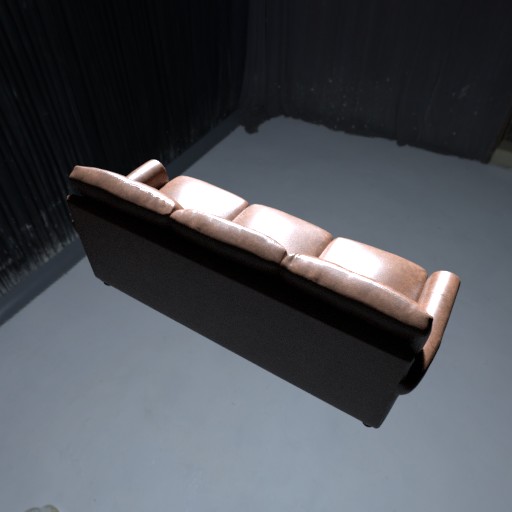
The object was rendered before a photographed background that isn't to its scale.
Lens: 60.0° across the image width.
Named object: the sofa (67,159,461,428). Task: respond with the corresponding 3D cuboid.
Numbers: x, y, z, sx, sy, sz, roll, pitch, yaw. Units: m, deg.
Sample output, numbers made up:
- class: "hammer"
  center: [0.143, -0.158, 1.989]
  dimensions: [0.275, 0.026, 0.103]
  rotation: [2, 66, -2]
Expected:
- class: "sofa"
  center: [0.000, 0.000, 2.821]
  dimensions: [2.351, 0.977, 0.973]
  rotation: [24, 50, 21]
